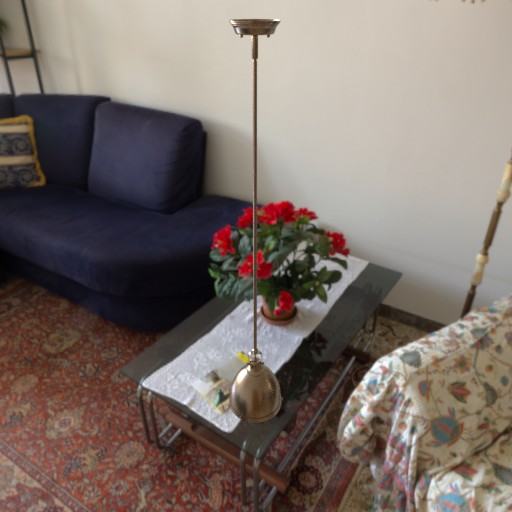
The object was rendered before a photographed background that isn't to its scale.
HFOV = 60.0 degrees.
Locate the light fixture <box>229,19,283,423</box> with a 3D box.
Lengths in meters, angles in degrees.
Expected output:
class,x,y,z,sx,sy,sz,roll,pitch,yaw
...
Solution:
class,x,y,z,sx,sy,sz,roll,pitch,yaw
light fixture,0.000,0.000,1.454,0.217,1.367,0.211,-1,30,-2
